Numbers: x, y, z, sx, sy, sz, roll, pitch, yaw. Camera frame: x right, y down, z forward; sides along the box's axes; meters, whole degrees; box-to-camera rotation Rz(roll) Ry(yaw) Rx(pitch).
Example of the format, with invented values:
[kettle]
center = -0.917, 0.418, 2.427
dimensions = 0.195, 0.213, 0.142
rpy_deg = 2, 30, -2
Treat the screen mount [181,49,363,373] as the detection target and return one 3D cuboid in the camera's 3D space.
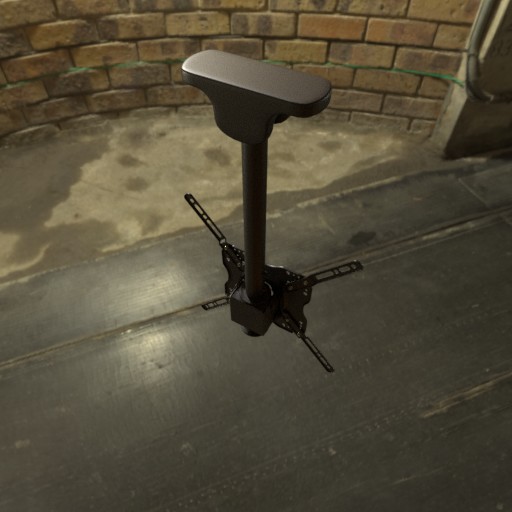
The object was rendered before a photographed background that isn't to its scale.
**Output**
[screen mount]
center = 0.000, 0.000, 0.860
dimensions = 0.393, 0.729, 0.090
rpy_deg = 23, 52, 20
